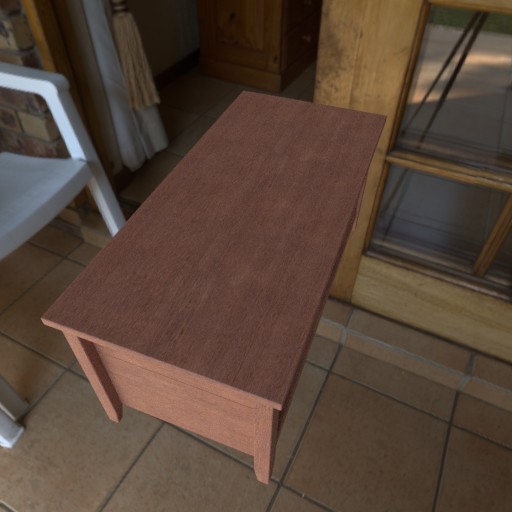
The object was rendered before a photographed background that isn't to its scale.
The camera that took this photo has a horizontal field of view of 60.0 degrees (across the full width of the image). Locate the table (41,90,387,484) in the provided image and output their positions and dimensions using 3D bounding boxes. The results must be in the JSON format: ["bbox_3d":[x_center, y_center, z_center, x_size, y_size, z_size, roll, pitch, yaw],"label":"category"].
[{"bbox_3d":[0.000,0.000,1.272,0.483,0.457,1.016,15,48,15],"label":"table"}]
